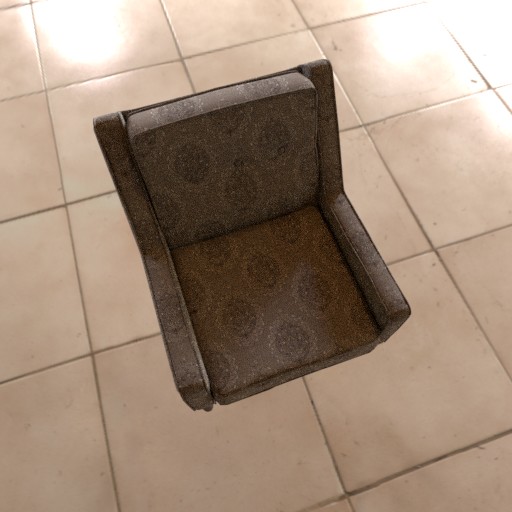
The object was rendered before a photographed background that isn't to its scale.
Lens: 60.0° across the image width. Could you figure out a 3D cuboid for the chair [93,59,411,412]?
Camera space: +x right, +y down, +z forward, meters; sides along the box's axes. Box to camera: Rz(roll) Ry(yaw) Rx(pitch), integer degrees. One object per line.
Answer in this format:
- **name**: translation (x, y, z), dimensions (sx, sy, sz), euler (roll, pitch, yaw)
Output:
- **chair**: translation (0.000, 0.000, 1.355), dimensions (0.665, 0.797, 0.750), euler (-18, 65, -8)
